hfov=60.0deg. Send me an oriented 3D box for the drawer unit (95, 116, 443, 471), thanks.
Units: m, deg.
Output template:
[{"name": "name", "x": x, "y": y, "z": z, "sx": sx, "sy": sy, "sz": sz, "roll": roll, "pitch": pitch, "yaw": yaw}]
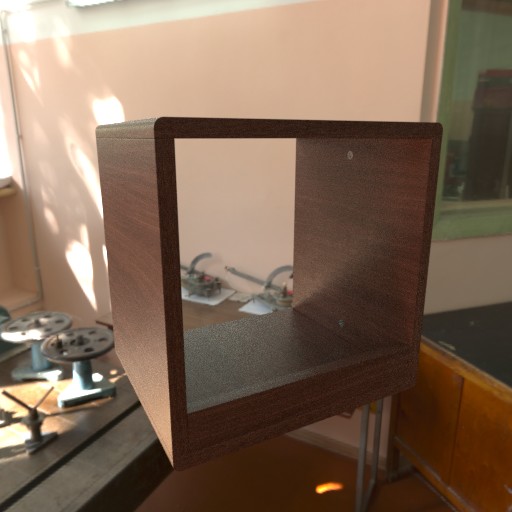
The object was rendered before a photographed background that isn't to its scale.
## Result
[{"name": "drawer unit", "x": 0.000, "y": 0.000, "z": 0.613, "sx": 0.349, "sy": 0.351, "sz": 0.290, "roll": -8, "pitch": 17, "yaw": -27}]
